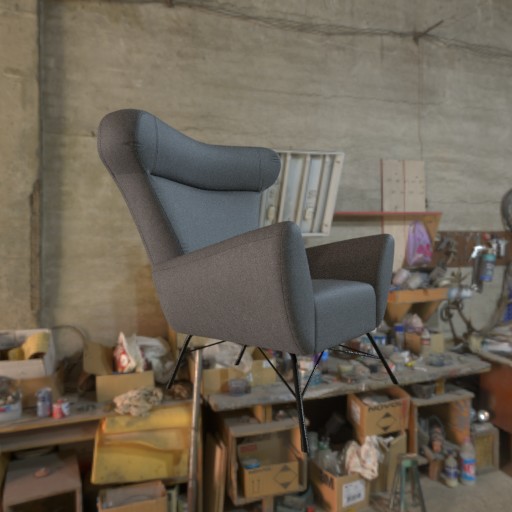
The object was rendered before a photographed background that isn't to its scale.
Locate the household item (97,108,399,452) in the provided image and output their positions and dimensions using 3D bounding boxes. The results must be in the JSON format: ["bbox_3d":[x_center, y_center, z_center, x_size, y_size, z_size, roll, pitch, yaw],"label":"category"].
[{"bbox_3d":[0.000,0.000,1.763,0.900,1.050,0.980,1,1,36],"label":"household item"}]
